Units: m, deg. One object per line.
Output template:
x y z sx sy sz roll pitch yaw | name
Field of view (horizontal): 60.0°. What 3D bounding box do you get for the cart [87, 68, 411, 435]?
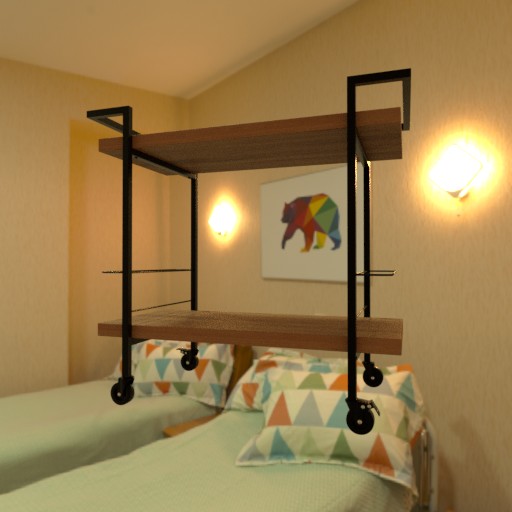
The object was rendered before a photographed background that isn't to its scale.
0.000 0.000 1.221 0.806 0.762 0.406 0 -1 19 | cart
